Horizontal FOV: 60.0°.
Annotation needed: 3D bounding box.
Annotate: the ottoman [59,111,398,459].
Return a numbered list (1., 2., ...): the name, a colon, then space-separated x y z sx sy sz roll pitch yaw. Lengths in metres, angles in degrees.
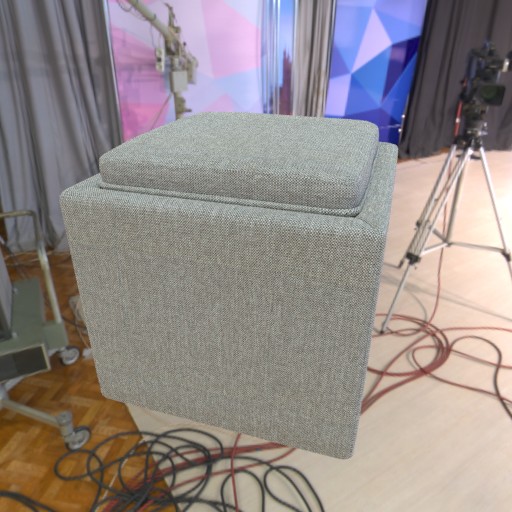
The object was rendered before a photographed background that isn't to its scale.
1. ottoman: 0.000 0.000 0.822 0.450 0.460 0.450 8 29 16
